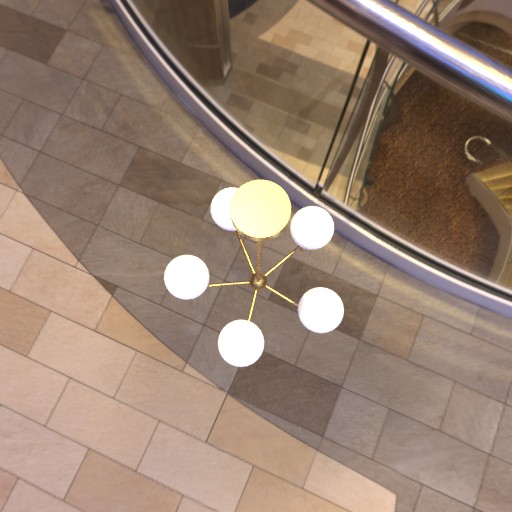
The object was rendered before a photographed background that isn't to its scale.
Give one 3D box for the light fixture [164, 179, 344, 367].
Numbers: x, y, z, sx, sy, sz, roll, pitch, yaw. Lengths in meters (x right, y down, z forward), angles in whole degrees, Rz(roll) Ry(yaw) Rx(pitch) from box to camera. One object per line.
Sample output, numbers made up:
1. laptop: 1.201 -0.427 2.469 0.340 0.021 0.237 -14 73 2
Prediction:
1. light fixture: 0.000 0.000 1.814 0.815 1.331 0.785 -22 78 -5
